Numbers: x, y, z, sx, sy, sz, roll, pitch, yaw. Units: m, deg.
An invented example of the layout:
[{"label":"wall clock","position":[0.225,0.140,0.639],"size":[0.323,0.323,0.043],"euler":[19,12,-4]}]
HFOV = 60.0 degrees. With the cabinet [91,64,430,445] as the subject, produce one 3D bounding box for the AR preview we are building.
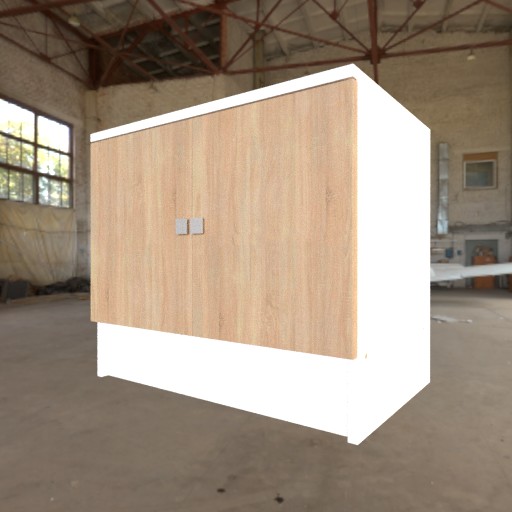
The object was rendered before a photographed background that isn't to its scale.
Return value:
[{"label":"cabinet","position":[0.000,0.000,0.930],"size":[0.600,0.522,0.400],"euler":[0,0,36]}]
